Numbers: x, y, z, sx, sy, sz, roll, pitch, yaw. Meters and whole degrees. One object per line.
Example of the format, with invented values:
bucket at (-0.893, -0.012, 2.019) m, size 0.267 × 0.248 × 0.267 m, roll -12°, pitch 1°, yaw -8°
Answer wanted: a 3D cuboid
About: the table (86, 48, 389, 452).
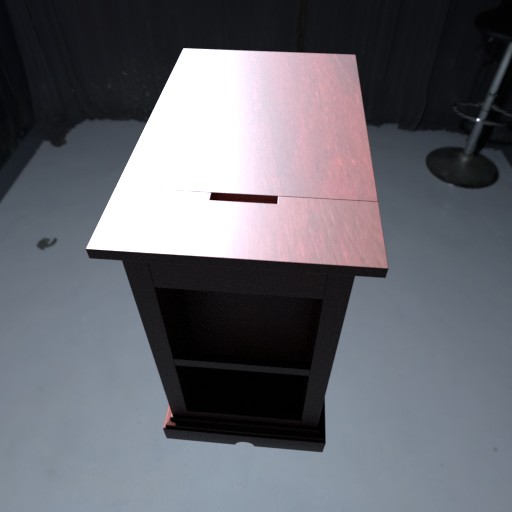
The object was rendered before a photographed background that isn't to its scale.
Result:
table at (0.000, 0.000, 0.938) m, size 0.356 × 0.612 × 0.584 m, roll 4°, pitch 47°, yaw 3°
